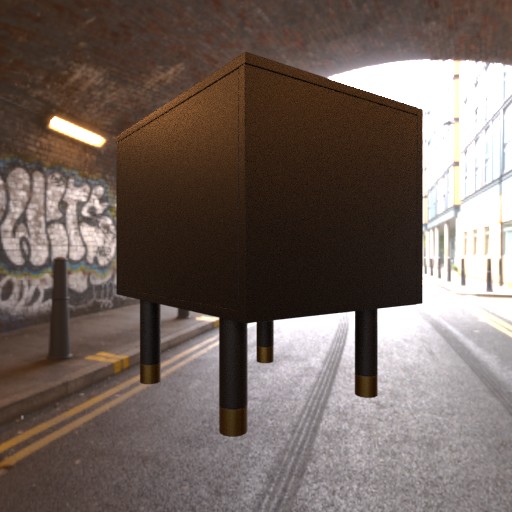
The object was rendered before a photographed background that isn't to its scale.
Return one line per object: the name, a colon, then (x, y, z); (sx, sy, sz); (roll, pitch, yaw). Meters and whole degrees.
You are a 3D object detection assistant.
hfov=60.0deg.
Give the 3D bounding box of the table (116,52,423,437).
table: (0.000, 0.000, 0.988); (0.441, 0.584, 0.564); (0, 0, -36)
